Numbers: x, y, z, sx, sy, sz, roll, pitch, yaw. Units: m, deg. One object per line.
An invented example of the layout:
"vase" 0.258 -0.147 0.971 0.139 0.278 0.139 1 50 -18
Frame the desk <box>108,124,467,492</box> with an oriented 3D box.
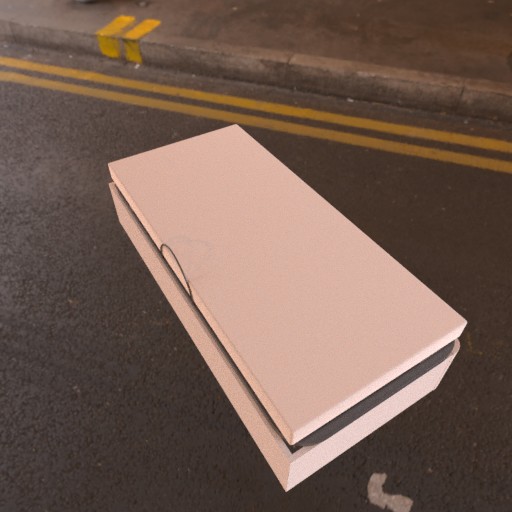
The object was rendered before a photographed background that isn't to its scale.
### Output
"desk" 0.000 0.000 2.285 0.900 0.526 1.900 -24 50 -22
